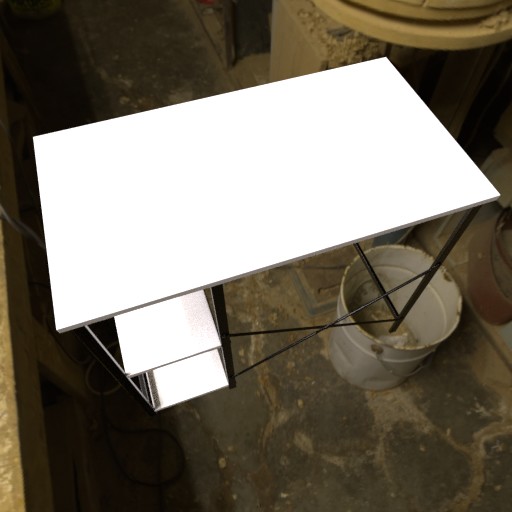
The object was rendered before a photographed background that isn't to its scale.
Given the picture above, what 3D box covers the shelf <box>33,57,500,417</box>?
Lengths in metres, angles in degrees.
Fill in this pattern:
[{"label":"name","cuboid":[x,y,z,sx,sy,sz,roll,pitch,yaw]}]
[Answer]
[{"label":"shelf","cuboid":[0.000,0.000,1.283,0.902,0.750,0.498,-17,59,-10]}]
